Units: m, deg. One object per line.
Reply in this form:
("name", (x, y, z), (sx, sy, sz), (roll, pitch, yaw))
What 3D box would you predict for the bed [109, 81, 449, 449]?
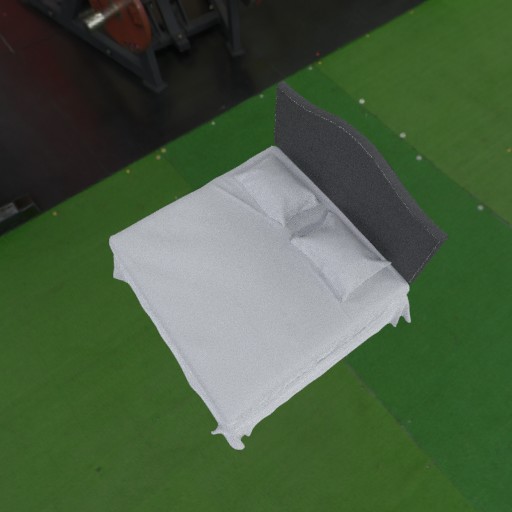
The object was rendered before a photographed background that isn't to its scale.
("bed", (0.000, 0.000, 3.833), (2.219, 1.651, 2.314), (-33, 67, -16))
